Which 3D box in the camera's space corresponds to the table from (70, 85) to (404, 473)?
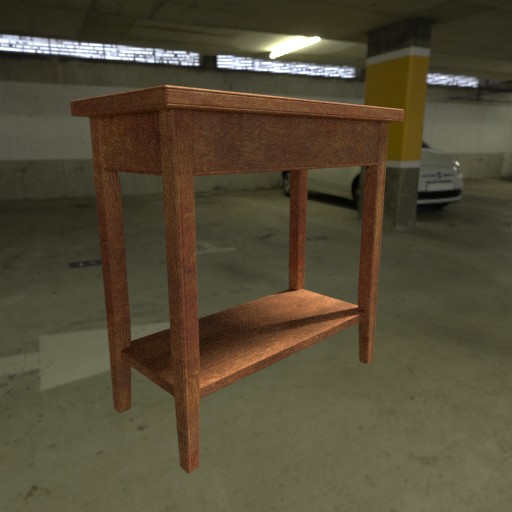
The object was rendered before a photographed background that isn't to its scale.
[{"bbox_3d":[0.000,0.000,0.946,0.610,0.610,0.305,-13,19,-42],"label":"table"}]
